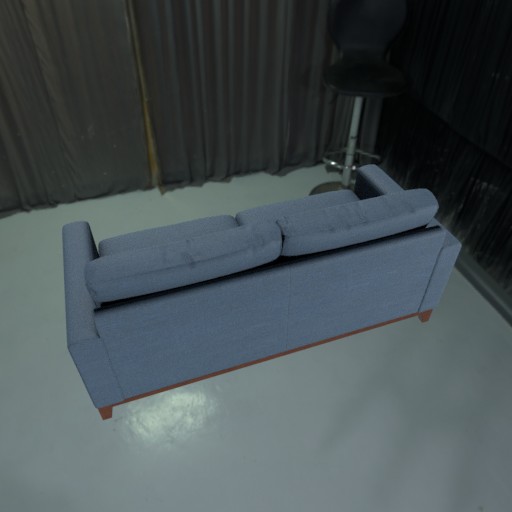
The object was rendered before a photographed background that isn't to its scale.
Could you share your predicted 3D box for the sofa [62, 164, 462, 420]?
[{"bbox_3d":[0.000,0.000,2.401,1.900,0.865,0.877,-13,43,-14],"label":"sofa"}]
